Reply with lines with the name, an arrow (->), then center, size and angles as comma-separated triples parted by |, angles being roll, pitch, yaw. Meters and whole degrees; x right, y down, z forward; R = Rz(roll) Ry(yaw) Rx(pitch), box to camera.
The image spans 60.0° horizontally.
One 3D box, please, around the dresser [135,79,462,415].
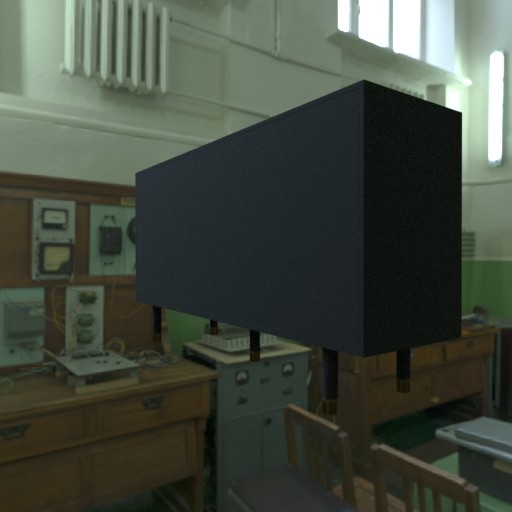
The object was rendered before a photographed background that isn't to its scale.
dresser -> 0.000, 0.000, 1.851 | 0.463, 0.872, 1.558 | 0, 1, -35
